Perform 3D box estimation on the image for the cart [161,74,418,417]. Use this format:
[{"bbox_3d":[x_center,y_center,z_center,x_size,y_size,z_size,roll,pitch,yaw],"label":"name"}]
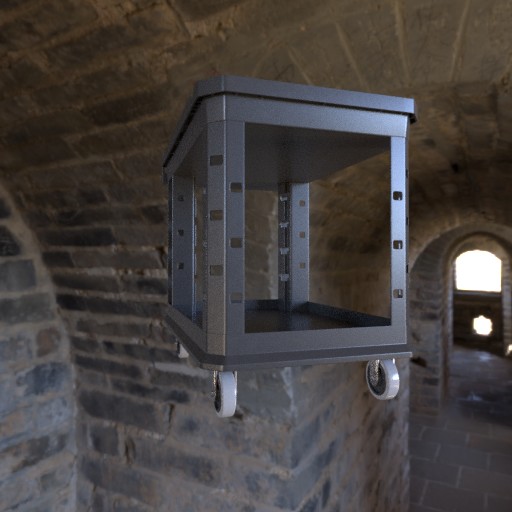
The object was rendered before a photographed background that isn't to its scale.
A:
[{"bbox_3d":[0.000,0.000,1.764,0.674,0.884,1.239,0,-1,-18],"label":"cart"}]
